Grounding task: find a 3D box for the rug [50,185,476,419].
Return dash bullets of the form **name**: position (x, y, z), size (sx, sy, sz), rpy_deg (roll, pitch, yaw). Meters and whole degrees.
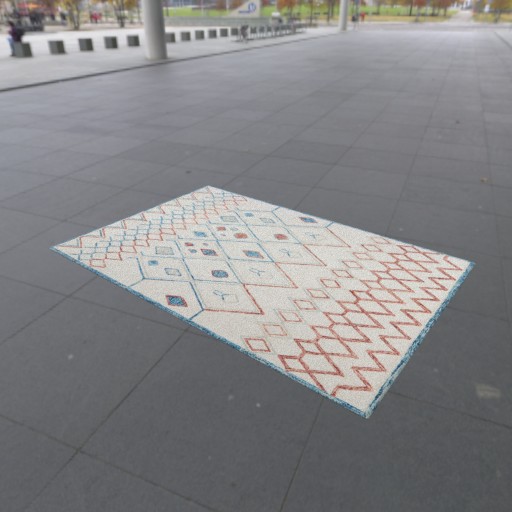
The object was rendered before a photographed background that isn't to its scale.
- **rug**: position (0.000, 0.000, 2.282), size (1.829, 0.016, 1.219), rpy_deg (21, 35, 33)
